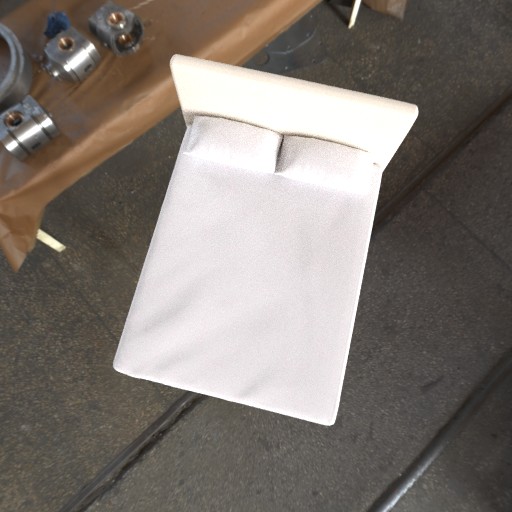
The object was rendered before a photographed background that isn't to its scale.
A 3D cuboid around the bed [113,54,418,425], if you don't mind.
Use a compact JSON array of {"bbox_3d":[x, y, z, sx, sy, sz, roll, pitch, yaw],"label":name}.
[{"bbox_3d":[0.000,0.000,3.249,1.713,1.330,2.142,13,76,3],"label":"bed"}]
